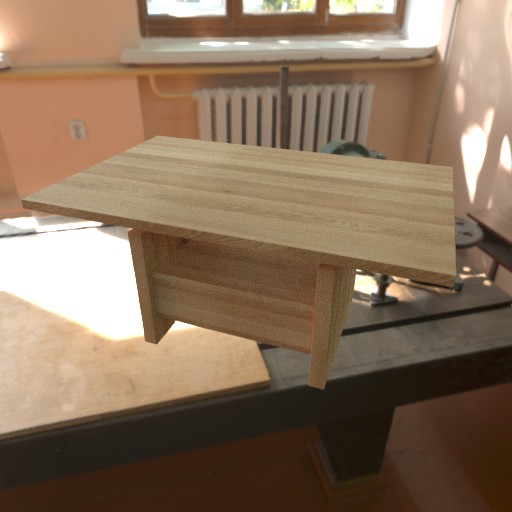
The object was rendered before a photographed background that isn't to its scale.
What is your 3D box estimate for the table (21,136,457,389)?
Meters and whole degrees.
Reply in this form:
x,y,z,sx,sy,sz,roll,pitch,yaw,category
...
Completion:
x,y,z,sx,sy,sz,roll,pitch,yaw,category
0.000,0.000,1.445,1.100,0.510,0.700,11,32,18,table
